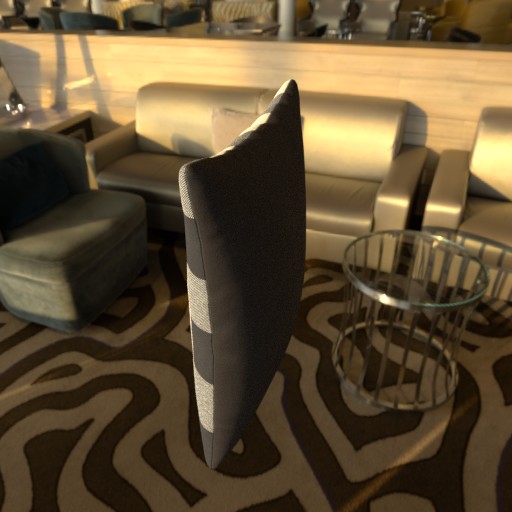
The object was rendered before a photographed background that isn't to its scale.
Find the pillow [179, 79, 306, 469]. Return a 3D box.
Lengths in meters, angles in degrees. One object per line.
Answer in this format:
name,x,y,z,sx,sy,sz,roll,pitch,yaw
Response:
pillow,0.000,0.000,0.786,0.161,0.509,0.511,9,33,14
